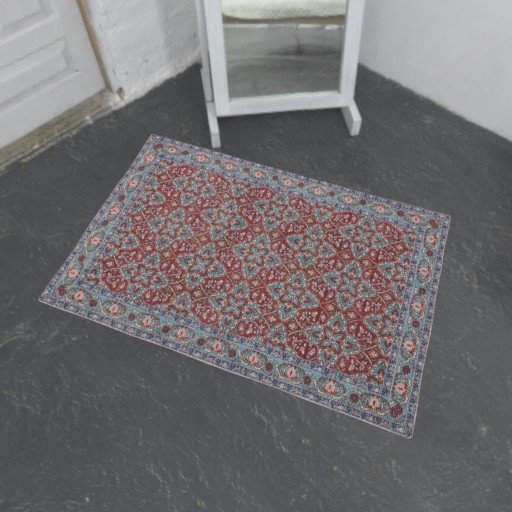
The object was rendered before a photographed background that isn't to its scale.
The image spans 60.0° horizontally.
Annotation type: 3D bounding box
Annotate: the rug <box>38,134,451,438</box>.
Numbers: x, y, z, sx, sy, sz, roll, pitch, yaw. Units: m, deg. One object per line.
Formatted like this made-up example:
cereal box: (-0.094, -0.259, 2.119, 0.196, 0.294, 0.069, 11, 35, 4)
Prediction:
rug: (0.000, 0.000, 2.298, 1.829, 0.009, 1.219, 18, 61, 10)
